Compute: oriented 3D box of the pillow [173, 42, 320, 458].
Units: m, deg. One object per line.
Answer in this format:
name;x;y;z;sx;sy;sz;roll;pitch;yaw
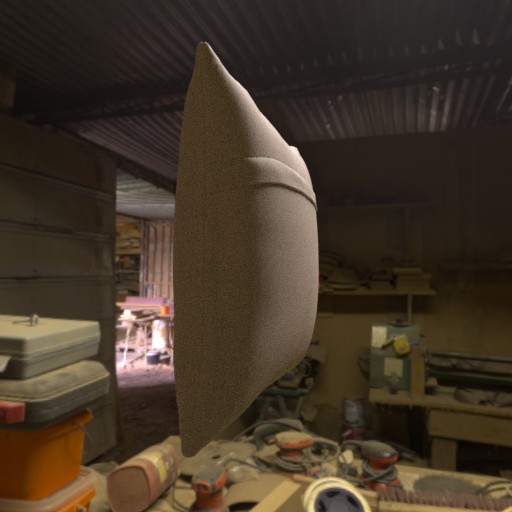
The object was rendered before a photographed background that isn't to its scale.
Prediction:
pillow;0.000;0.000;0.663;0.173;0.436;0.433;-1;-2;18
